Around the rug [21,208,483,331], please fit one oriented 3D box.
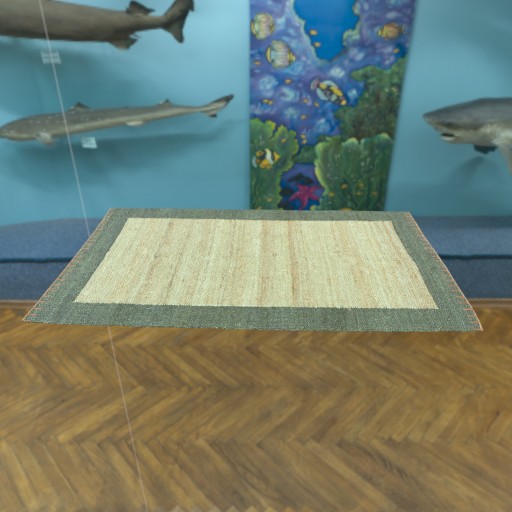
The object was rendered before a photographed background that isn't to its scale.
[{"bbox_3d":[0.000,0.000,2.949,2.435,0.006,1.521,1,30,2],"label":"rug"}]
